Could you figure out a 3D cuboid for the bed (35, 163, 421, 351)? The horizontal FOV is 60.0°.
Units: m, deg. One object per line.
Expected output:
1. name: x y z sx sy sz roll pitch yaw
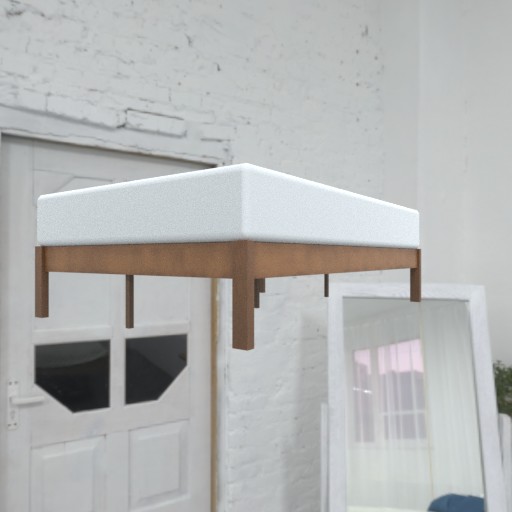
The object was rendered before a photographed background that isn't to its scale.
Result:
1. bed: 0.000 0.000 2.611 1.348 0.616 1.927 0 0 36
